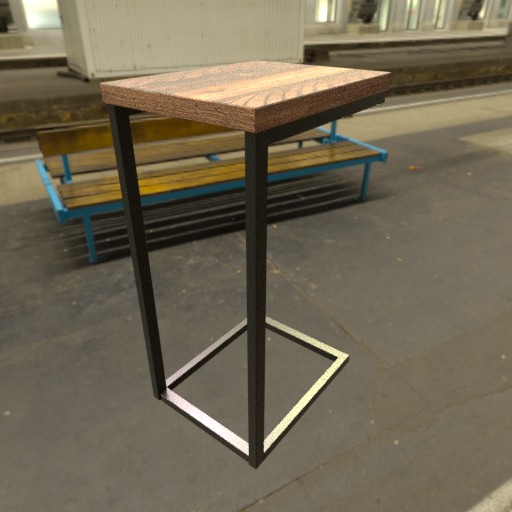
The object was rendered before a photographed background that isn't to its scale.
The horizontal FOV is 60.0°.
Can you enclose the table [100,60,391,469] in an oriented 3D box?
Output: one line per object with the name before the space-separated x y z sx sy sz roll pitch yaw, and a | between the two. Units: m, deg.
table | 0.000 0.000 0.951 0.323 0.718 0.414 21 36 32
